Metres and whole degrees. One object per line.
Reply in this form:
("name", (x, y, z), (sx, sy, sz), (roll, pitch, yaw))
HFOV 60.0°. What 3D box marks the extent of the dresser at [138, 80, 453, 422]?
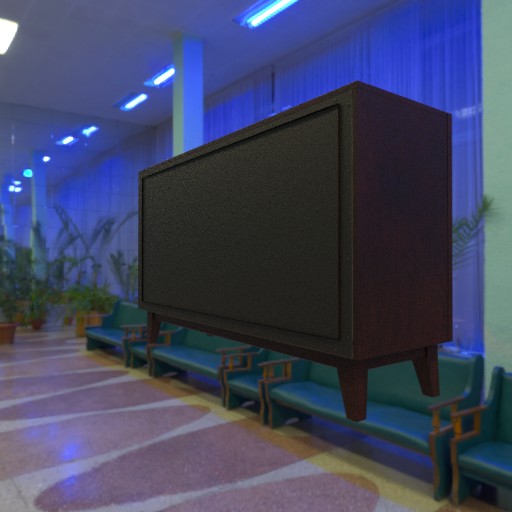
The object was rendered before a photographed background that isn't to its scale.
("dresser", (0.000, 0.000, 2.026), (0.499, 0.971, 1.609), (0, -1, -36))
